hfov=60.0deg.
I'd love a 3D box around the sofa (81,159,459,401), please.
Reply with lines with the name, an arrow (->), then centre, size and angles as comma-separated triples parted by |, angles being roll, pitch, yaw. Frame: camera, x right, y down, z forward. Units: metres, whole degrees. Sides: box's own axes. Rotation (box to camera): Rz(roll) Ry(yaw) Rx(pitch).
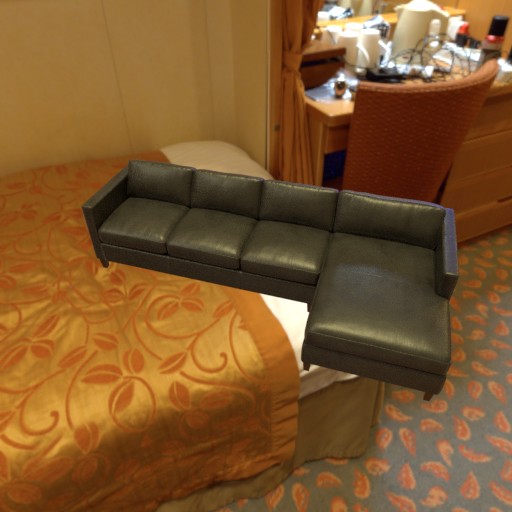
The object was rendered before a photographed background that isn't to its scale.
sofa -> 0.000, 0.000, 3.888 | 3.203, 0.883, 1.581 | 11, 41, 13
